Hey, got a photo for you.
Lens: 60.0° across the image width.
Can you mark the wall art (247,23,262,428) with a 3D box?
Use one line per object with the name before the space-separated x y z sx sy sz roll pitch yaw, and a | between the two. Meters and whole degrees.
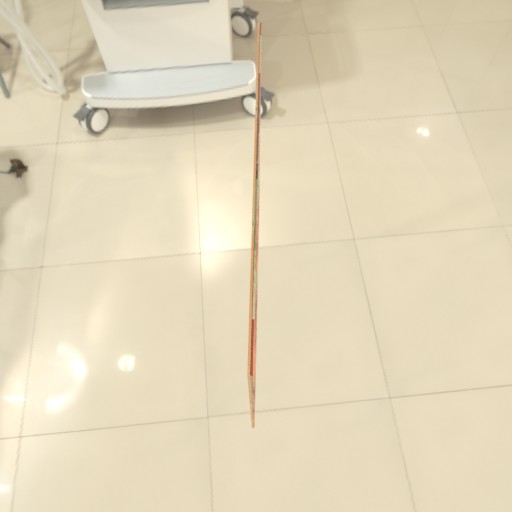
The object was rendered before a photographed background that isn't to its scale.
wall art | 0.000 0.000 1.826 0.013 1.220 1.216 1 64 1
